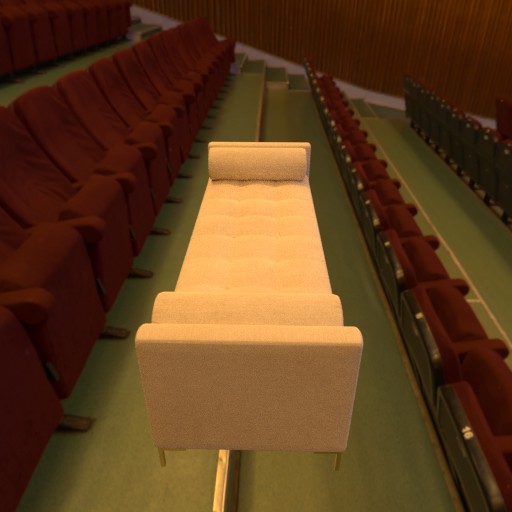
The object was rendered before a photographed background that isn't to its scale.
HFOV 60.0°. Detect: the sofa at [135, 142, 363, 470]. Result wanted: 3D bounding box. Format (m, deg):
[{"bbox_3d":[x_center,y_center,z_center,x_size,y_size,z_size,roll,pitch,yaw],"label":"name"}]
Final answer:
[{"bbox_3d":[0.000,0.000,2.300,0.686,0.635,1.981,1,31,1],"label":"sofa"}]
